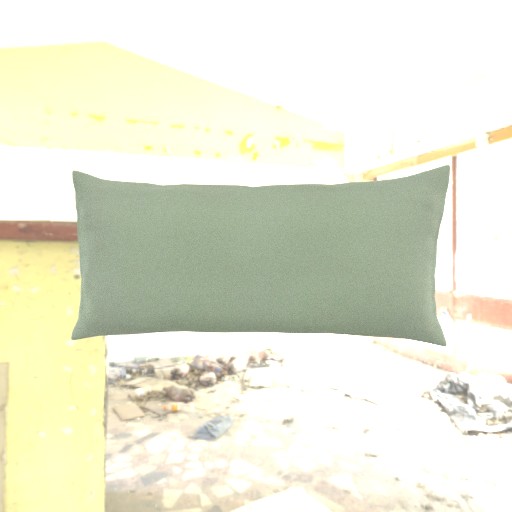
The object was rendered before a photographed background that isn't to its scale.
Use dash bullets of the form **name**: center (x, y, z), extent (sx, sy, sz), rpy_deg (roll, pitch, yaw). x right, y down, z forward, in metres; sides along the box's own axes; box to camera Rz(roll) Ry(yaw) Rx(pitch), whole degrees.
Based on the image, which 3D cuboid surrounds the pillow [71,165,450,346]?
- **pillow**: center (0.000, 0.000, 0.716), extent (0.610, 0.287, 0.151), rpy_deg (0, 1, 3)
